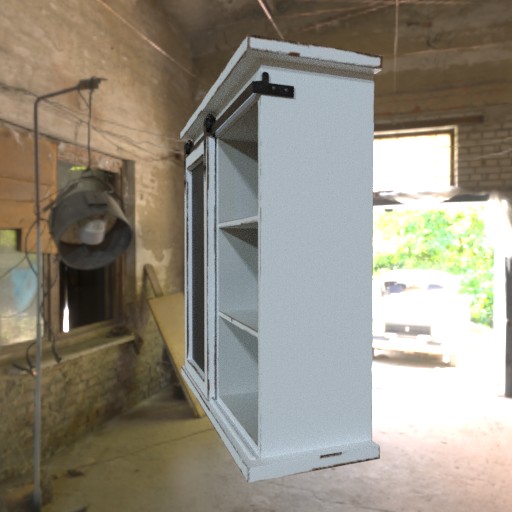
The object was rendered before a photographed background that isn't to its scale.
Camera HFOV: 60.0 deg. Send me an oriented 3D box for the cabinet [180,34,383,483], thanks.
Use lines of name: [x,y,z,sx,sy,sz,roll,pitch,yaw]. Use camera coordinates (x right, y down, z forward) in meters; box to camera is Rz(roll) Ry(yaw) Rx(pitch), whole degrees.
cabinet: [0.000,0.000,0.884,0.210,0.603,0.541,0,1,-19]
